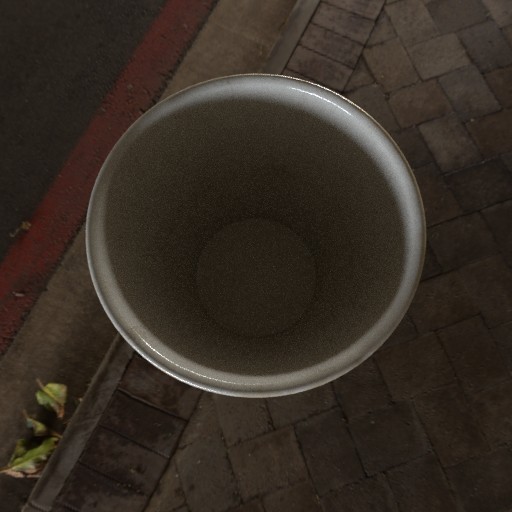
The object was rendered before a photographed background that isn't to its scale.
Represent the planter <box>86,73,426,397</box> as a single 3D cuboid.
[{"bbox_3d":[0.000,0.000,0.330,0.193,0.165,0.193,0,75,0],"label":"planter"}]
